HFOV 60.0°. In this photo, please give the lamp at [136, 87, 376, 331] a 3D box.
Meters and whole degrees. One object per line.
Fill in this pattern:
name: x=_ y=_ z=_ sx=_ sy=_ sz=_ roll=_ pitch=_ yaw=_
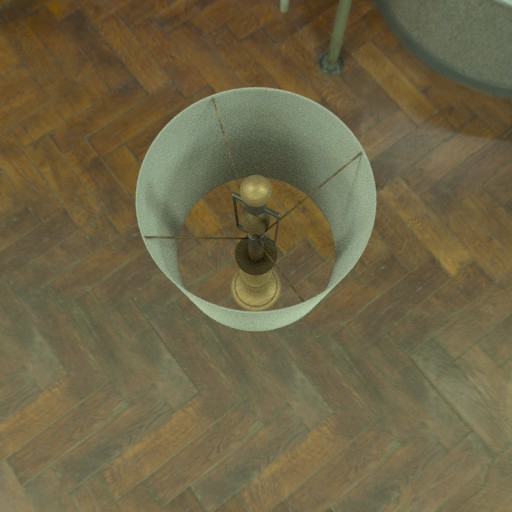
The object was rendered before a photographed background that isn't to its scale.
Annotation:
lamp: x=0.000 y=0.000 z=0.729 sx=0.250 sy=0.597 sz=0.250 roll=-22 pitch=77 yaw=-5
